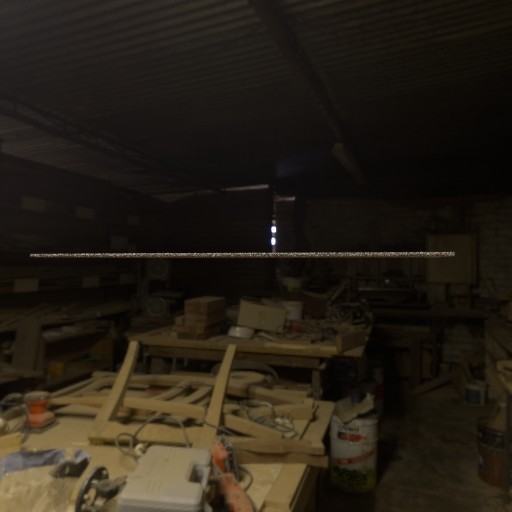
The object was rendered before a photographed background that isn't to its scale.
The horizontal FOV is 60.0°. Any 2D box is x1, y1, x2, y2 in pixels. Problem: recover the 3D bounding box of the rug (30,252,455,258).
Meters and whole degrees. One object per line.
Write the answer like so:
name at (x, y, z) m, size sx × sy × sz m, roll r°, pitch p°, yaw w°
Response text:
rug at (0.000, 0.000, 2.954) m, size 2.297 × 0.018 × 1.532 m, roll 0°, pitch 0°, yaw 19°
